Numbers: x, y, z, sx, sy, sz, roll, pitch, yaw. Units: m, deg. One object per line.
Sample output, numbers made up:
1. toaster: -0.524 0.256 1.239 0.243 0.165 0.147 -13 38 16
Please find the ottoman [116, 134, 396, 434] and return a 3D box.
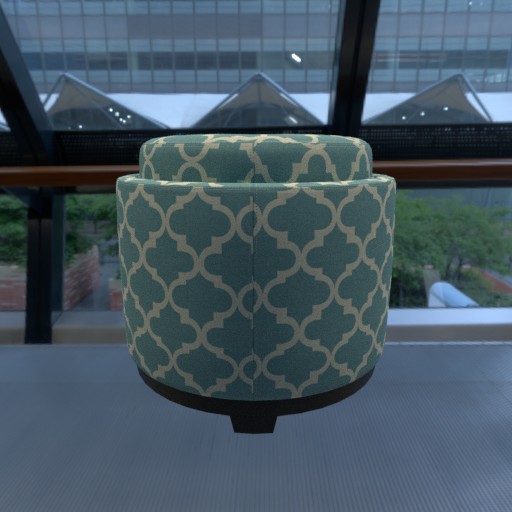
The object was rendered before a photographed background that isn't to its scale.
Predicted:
1. ottoman: 0.000 0.000 0.815 0.480 0.429 0.480 0 13 0
